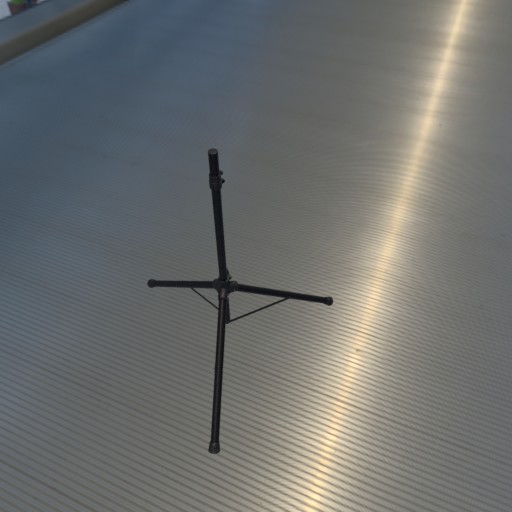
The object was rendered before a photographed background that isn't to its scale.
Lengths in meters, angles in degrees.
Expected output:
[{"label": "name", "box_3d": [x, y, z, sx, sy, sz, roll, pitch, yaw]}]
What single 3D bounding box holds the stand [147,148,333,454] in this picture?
[{"label": "stand", "box_3d": [0.000, 0.000, 1.903, 0.907, 1.136, 1.045, -17, 49, -15]}]
